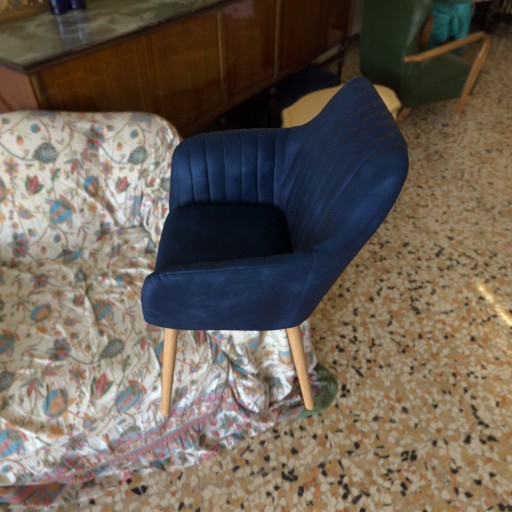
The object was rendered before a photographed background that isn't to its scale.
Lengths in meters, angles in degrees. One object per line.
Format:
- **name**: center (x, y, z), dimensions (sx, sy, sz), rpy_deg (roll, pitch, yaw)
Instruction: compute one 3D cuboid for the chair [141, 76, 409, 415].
- **chair**: center (0.000, 0.000, 1.197), dimensions (0.573, 0.826, 0.578), rpy_deg (-1, 42, -1)
